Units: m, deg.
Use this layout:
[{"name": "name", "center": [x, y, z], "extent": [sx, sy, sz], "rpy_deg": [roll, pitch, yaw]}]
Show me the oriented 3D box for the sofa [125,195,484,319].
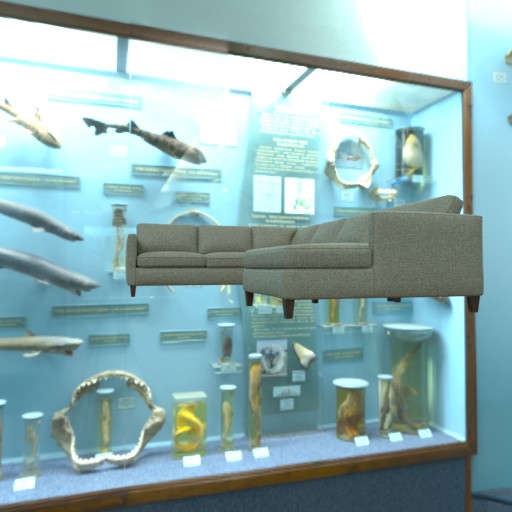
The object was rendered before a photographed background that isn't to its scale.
[{"name": "sofa", "center": [0.000, 0.000, 4.494], "extent": [2.551, 0.889, 3.403], "rpy_deg": [0, -1, -16]}]
